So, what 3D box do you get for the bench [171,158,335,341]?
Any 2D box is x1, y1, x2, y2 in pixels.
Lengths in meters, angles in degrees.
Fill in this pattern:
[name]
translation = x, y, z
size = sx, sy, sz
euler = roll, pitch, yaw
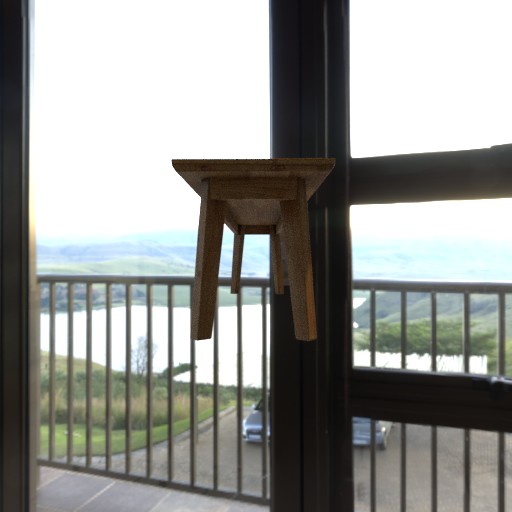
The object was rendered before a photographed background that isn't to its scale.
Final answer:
[bench]
translation = 0.000, 0.000, 1.862
size = 0.378, 0.431, 1.698
euler = 0, -1, 0
